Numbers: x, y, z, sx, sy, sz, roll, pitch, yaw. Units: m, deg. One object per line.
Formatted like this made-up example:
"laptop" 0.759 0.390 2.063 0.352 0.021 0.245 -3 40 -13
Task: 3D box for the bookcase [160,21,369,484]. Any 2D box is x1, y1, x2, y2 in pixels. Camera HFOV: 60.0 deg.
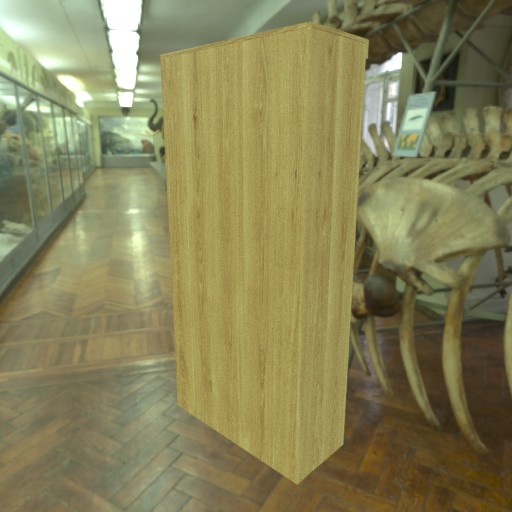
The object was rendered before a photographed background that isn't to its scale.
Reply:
"bookcase" 0.000 0.000 2.337 0.950 2.020 0.420 14 20 42
